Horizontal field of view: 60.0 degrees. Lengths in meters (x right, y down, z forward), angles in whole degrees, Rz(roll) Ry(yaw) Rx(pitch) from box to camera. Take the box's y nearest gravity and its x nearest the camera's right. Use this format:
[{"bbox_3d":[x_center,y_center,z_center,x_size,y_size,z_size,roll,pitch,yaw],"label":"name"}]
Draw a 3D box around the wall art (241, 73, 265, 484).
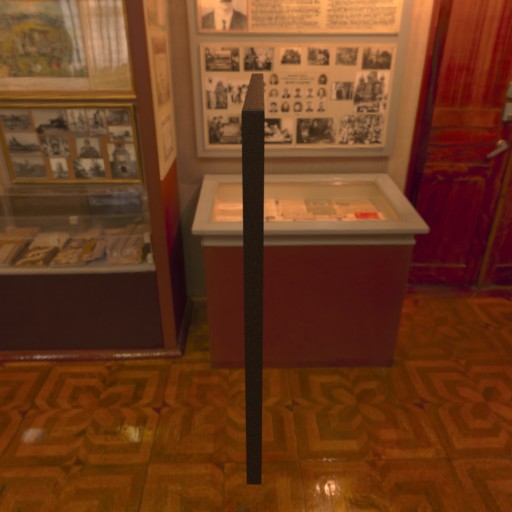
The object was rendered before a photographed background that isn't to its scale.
[{"bbox_3d":[0.000,0.000,0.707,0.021,0.509,0.430,0,26,1],"label":"wall art"}]
